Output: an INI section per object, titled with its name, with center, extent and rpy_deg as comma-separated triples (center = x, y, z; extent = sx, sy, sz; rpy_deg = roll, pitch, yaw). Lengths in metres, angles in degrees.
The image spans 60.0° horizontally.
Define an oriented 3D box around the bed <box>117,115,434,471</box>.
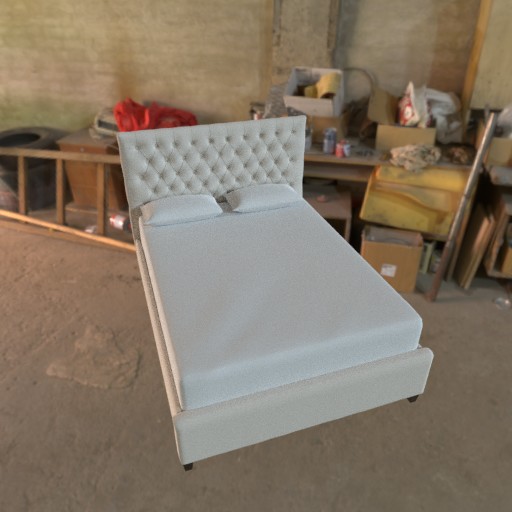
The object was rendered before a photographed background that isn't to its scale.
[bed]
center = 0.000, 0.000, 3.360
extent = 1.696, 1.426, 2.233
rpy_deg = -10, 34, -16
